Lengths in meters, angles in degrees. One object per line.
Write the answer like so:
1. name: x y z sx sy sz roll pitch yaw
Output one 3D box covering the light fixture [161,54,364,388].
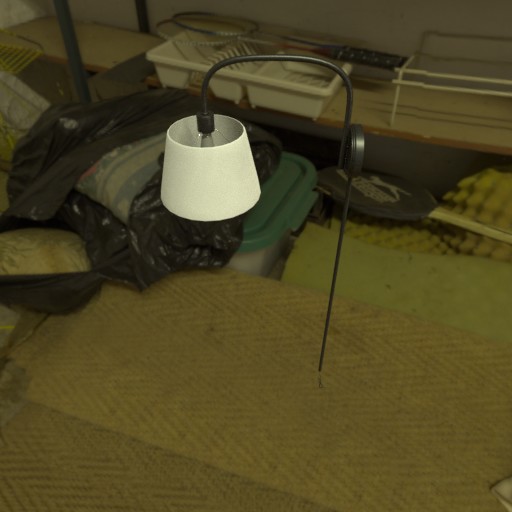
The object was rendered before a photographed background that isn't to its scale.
1. light fixture: 0.000 0.000 0.462 0.176 0.399 0.092 1 41 1
